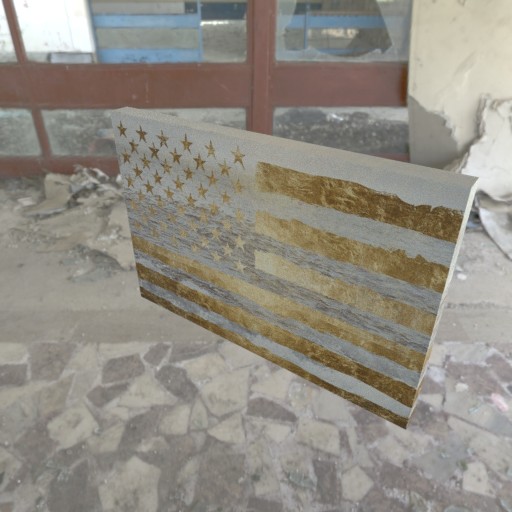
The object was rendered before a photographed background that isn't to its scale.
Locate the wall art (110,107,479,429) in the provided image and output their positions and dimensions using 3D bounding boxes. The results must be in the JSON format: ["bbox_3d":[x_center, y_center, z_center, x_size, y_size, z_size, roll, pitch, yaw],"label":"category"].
[{"bbox_3d":[0.000,0.000,0.754,0.606,0.407,0.041,20,37,30],"label":"wall art"}]
